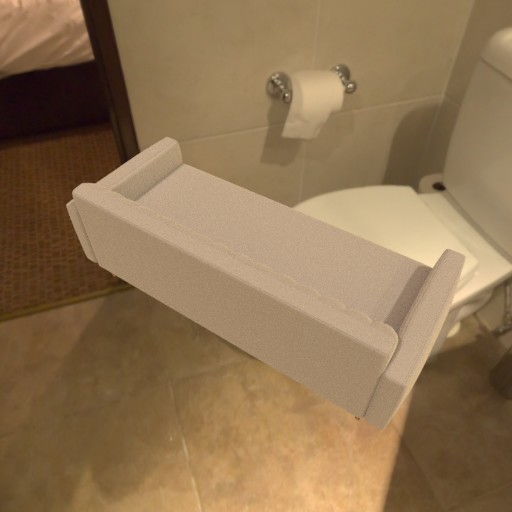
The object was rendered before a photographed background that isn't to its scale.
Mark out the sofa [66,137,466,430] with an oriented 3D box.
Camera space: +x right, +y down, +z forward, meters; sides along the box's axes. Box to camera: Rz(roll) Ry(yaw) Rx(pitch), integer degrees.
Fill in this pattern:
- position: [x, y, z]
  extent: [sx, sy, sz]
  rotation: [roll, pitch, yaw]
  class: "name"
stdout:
- position: [0.000, 0.000, 2.802]
  extent: [2.291, 0.821, 0.990]
  rotation: [26, 52, 22]
  class: "sofa"
